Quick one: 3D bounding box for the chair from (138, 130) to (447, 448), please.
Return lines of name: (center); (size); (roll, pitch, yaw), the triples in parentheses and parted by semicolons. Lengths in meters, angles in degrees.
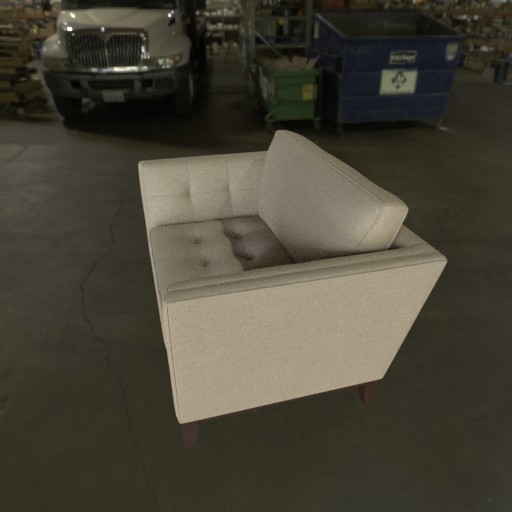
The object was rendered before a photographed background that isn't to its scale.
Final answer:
chair: (0.000, 0.000, 2.111); (0.965, 0.940, 1.397); (-8, 30, -14)
